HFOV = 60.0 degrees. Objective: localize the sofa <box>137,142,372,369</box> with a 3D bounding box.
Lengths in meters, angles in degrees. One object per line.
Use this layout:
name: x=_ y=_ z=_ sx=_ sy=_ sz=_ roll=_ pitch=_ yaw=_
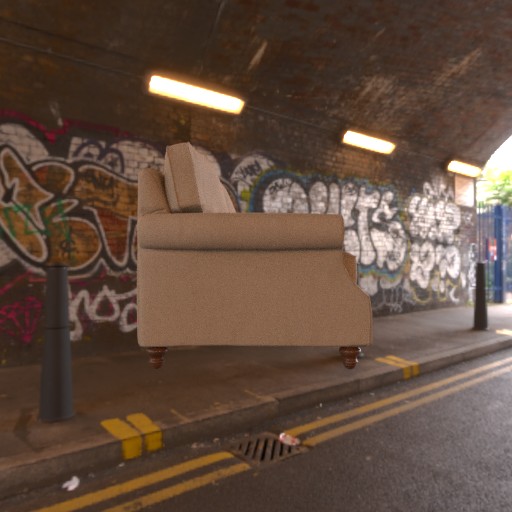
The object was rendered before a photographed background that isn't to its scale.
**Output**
sofa: x=0.000 y=0.000 z=2.867 sx=0.966 sy=0.948 sz=2.354 roll=0 pitch=0 yaw=0
